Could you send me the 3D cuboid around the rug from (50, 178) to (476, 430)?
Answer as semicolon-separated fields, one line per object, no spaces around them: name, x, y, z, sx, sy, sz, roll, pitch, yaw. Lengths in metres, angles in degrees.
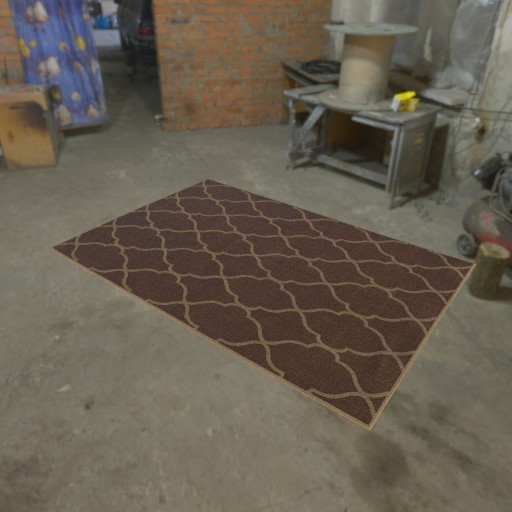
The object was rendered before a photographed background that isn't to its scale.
rug;0.000;0.000;2.846;2.294;0.014;1.528;22;38;31
